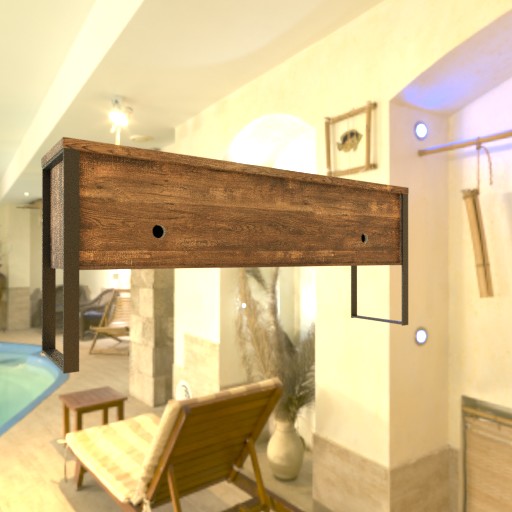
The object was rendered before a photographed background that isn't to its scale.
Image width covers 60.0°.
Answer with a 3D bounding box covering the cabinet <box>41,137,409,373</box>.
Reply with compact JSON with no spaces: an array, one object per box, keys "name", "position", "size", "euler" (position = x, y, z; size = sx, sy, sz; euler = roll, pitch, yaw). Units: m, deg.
[{"name":"cabinet","position":[0.000,0.000,2.105],"size":[1.800,0.762,0.395],"euler":[0,0,-35]}]
